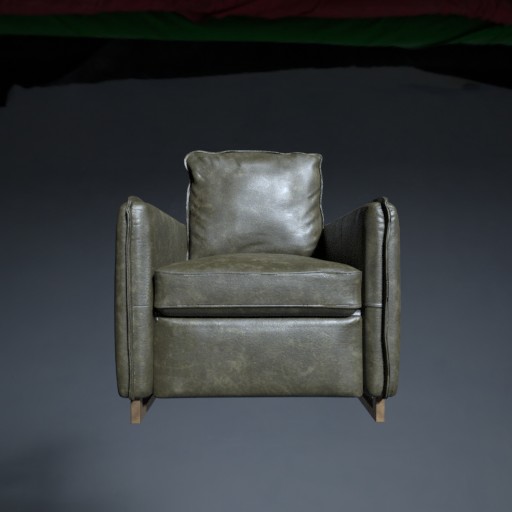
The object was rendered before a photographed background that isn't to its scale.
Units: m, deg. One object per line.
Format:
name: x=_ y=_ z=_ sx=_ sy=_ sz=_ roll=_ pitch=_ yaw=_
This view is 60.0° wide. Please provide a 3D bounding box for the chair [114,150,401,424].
chair: x=0.000 y=0.000 z=1.635 sx=0.830 sy=0.921 sz=0.921 roll=0 pitch=1 yaw=-1
